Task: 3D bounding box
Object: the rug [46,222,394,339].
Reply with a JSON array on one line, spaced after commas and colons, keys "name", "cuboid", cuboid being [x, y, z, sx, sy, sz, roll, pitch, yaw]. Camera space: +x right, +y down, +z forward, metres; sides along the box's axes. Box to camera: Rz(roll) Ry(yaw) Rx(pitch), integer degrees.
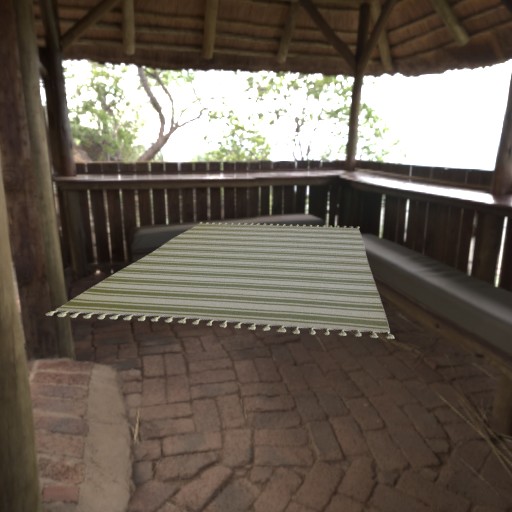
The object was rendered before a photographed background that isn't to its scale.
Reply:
[{"name": "rug", "cuboid": [0.000, 0.000, 2.320, 1.162, 0.013, 1.875, 2, 14, 9]}]
